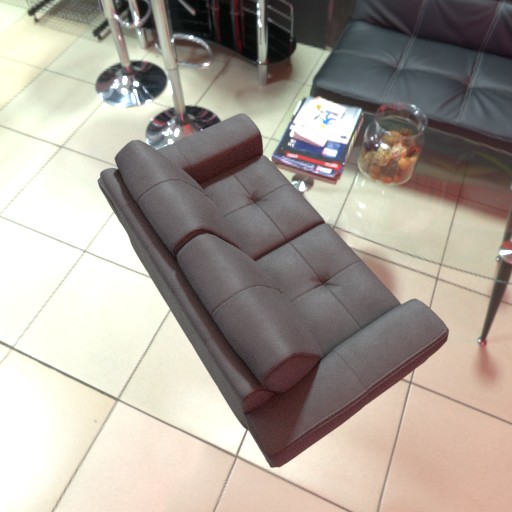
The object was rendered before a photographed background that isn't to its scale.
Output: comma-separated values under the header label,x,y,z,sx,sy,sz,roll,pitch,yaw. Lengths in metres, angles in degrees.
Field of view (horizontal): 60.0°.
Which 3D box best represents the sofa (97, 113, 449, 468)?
label,x,y,z,sx,sy,sz,roll,pitch,yaw
sofa,0.000,0.000,2.334,1.018,0.907,1.806,-29,63,-17
